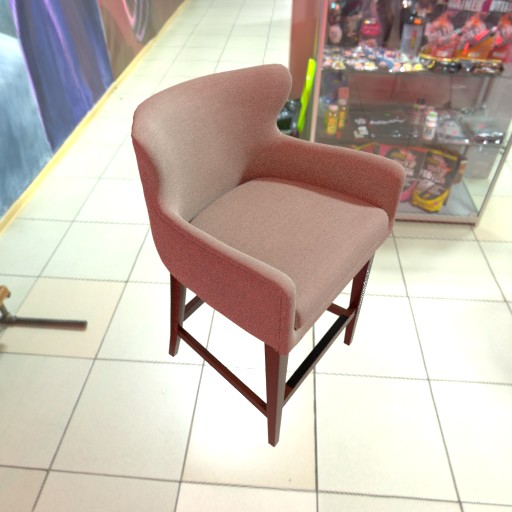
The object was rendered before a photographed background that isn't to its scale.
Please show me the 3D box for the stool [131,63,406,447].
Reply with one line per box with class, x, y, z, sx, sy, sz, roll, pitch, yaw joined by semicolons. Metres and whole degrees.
stool;0.000;0.000;1.405;0.637;0.987;0.615;27;48;27
